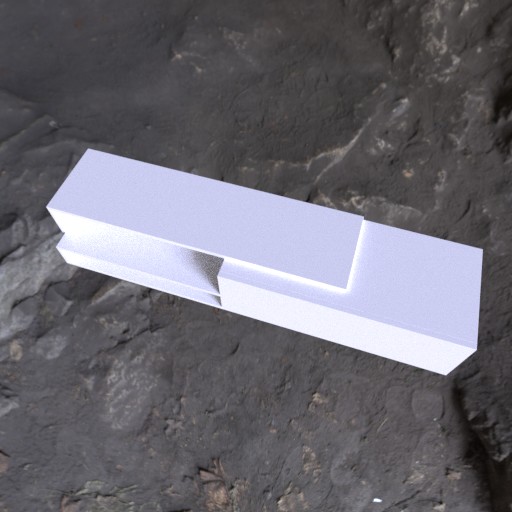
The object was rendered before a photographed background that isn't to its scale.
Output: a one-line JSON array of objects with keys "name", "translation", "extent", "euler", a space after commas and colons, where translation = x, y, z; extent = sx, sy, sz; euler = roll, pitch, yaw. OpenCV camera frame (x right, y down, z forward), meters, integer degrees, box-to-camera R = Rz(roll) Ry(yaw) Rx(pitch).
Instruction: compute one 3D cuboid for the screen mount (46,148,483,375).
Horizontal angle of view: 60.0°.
[{"name": "screen mount", "translation": [0.000, 0.000, 1.838], "extent": [1.680, 0.320, 0.420], "euler": [15, 59, 9]}]
